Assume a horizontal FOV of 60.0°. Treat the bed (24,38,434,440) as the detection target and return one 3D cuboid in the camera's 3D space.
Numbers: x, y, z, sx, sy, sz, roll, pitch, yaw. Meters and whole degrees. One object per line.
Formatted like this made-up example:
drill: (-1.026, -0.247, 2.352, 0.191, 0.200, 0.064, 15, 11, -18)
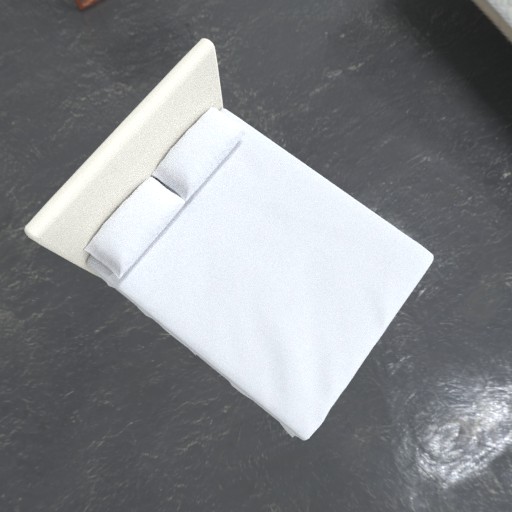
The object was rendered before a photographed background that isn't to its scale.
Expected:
bed: (0.000, 0.000, 3.151, 2.142, 1.330, 1.713, 37, 79, 8)
